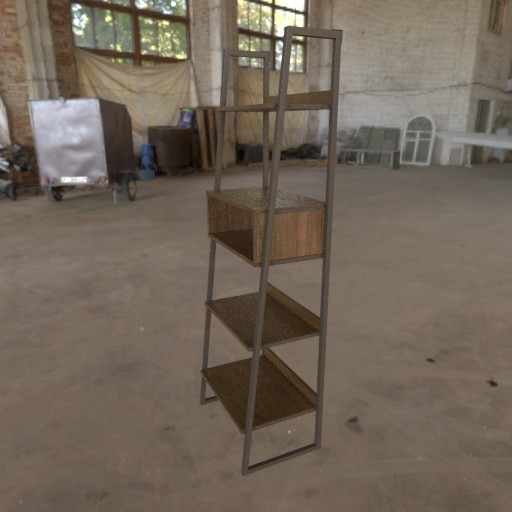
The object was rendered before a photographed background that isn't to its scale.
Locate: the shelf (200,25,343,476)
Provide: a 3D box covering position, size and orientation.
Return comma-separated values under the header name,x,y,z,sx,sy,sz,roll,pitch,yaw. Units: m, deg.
name,x,y,z,sx,sy,sz,roll,pitch,yaw
shelf,0.000,0.000,2.242,0.454,2.005,0.652,-8,19,-25
